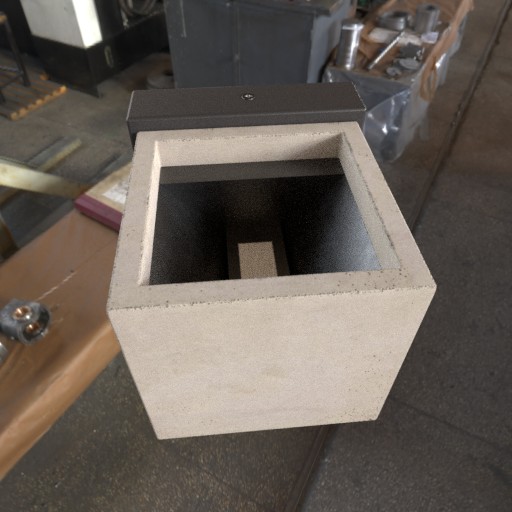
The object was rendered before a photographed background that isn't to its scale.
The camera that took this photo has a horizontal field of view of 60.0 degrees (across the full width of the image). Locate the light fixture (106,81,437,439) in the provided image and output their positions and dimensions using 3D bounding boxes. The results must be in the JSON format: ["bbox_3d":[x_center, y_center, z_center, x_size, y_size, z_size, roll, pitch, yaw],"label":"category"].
[{"bbox_3d":[0.000,0.000,0.235,0.121,0.121,0.143,-4,46,-4],"label":"light fixture"}]
